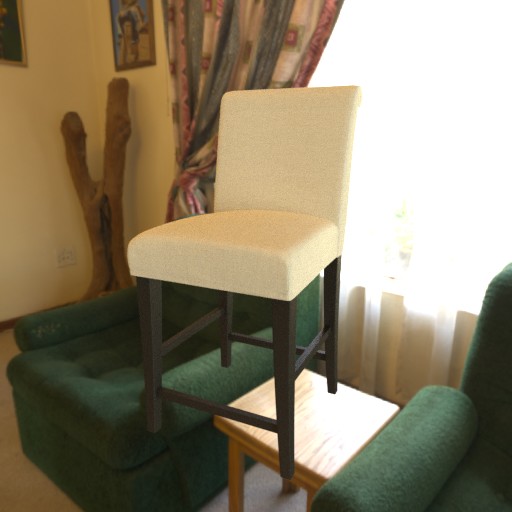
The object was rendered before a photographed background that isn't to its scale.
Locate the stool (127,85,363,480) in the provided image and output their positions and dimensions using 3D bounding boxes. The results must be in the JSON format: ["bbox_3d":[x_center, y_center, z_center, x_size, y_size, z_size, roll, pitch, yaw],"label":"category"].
[{"bbox_3d":[0.000,0.000,1.307,0.452,0.976,0.597,7,16,25],"label":"stool"}]
